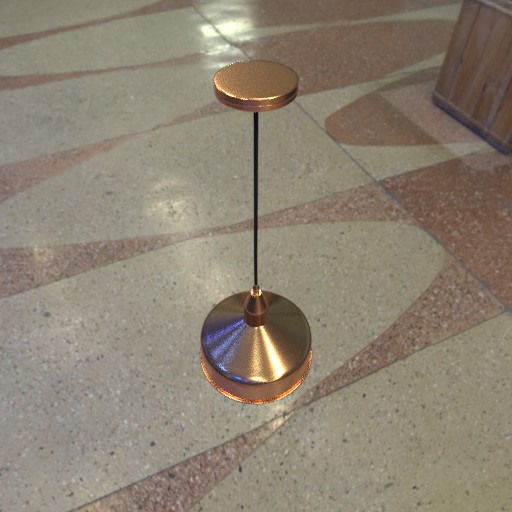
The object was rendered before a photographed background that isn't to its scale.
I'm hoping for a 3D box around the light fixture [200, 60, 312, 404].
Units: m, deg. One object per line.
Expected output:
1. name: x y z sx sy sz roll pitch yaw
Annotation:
1. light fixture: 0.000 0.000 0.916 0.301 0.754 0.301 -16 49 -14
